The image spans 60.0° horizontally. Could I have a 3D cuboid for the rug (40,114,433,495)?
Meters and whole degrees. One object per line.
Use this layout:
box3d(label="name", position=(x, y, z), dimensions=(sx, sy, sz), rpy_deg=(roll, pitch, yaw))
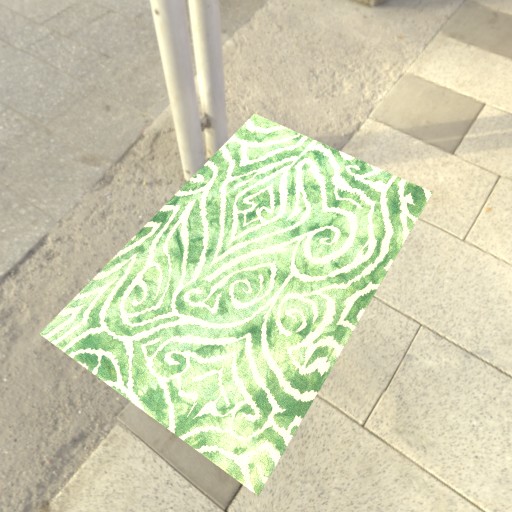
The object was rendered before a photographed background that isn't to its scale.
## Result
box3d(label="rug", position=(0.000, 0.000, 2.301), dimensions=(1.220, 0.006, 1.826), rpy_deg=(29, 62, 17))
